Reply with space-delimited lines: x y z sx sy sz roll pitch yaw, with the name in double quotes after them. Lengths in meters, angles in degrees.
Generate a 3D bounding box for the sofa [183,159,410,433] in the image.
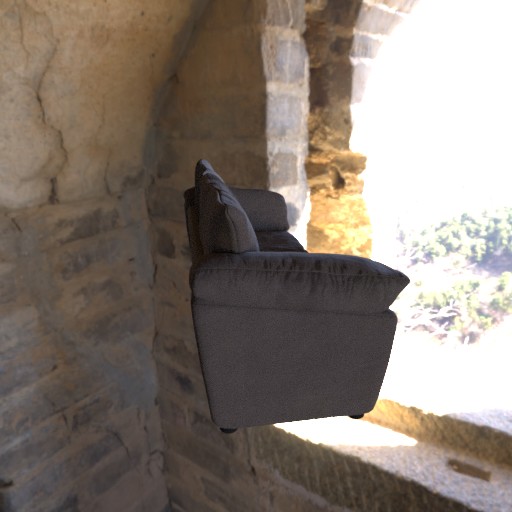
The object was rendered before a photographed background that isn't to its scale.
0.000 0.000 2.849 0.878 1.073 2.336 -3 17 -9 "sofa"
